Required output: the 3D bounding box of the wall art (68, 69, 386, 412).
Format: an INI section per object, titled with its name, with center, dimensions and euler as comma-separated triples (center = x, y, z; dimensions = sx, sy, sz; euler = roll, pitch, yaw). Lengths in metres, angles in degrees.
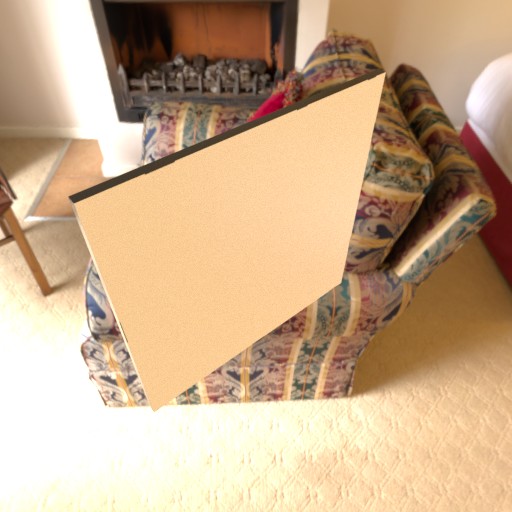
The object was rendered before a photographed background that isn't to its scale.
[wall art]
center = 0.000, 0.000, 0.673
dimensions = 0.446, 0.445, 0.014
euler = -30, 53, -26
